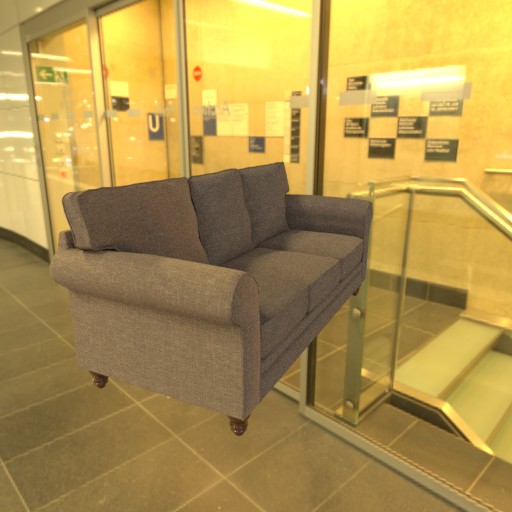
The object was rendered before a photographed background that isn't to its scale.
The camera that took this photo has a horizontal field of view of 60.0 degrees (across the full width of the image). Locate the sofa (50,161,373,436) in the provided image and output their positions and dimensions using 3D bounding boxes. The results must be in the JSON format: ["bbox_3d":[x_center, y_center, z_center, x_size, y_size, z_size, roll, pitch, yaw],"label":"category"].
[{"bbox_3d":[0.000,0.000,2.585,0.916,0.961,2.084,8,17,26],"label":"sofa"}]
